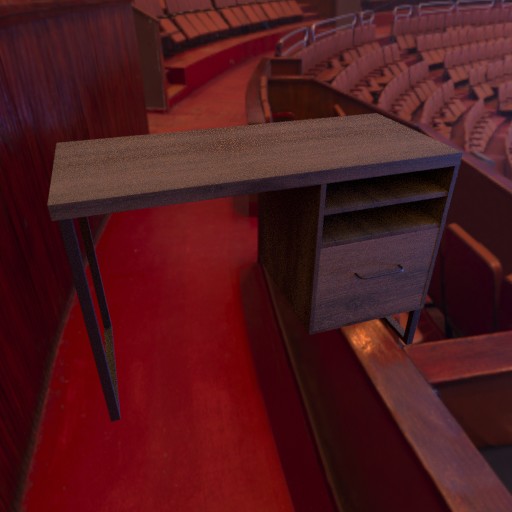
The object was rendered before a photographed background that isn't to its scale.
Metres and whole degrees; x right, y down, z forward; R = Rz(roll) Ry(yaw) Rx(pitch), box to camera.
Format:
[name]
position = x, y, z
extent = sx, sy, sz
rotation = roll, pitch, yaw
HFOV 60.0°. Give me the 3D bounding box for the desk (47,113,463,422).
[desk]
position = 0.000, 0.000, 1.522
extent = 1.134, 0.752, 0.511
rotation = -10, 33, -16
